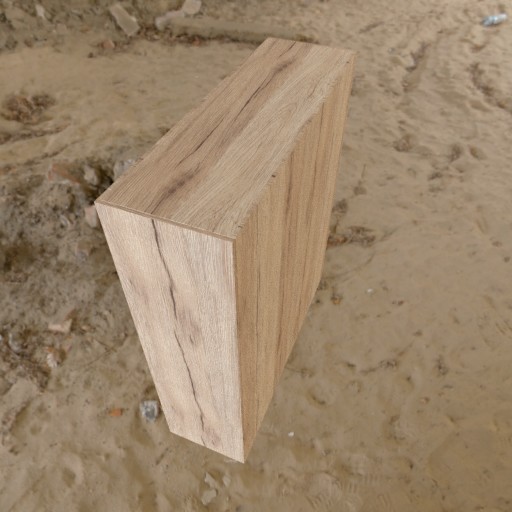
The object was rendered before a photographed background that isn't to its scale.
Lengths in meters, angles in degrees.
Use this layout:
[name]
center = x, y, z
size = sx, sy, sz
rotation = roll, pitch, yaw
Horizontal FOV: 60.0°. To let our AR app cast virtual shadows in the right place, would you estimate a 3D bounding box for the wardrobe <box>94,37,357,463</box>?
[wardrobe]
center = 0.000, 0.000, 2.909
size = 0.580, 2.070, 1.810
rotation = 16, 48, 15
